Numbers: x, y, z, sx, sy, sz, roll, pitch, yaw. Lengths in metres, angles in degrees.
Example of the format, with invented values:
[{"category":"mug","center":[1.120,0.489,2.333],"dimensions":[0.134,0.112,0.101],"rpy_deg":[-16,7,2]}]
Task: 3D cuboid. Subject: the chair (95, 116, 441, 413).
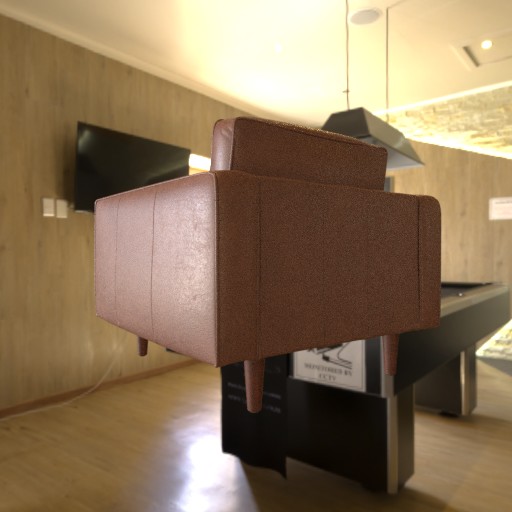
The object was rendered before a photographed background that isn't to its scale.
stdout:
[{"category":"chair","center":[0.000,0.000,1.564],"dimensions":[0.920,0.770,0.900],"rpy_deg":[-1,1,-36]}]
